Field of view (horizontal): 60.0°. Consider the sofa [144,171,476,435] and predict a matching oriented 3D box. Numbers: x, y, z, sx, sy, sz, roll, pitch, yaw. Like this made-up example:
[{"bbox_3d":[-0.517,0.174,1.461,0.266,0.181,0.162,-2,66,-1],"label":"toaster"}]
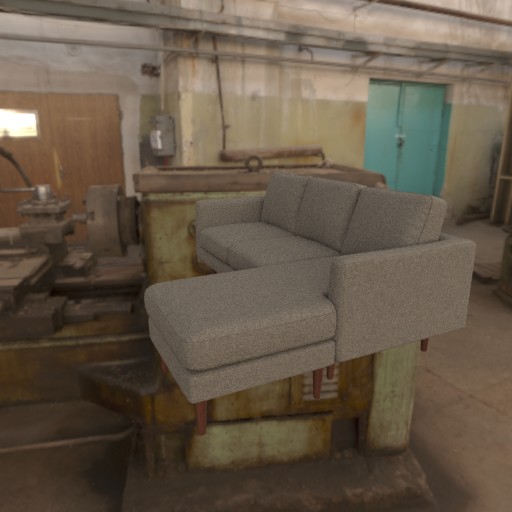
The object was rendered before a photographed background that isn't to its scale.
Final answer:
[{"bbox_3d":[0.000,0.000,2.976,1.667,0.957,2.055,-8,18,-26],"label":"sofa"}]
